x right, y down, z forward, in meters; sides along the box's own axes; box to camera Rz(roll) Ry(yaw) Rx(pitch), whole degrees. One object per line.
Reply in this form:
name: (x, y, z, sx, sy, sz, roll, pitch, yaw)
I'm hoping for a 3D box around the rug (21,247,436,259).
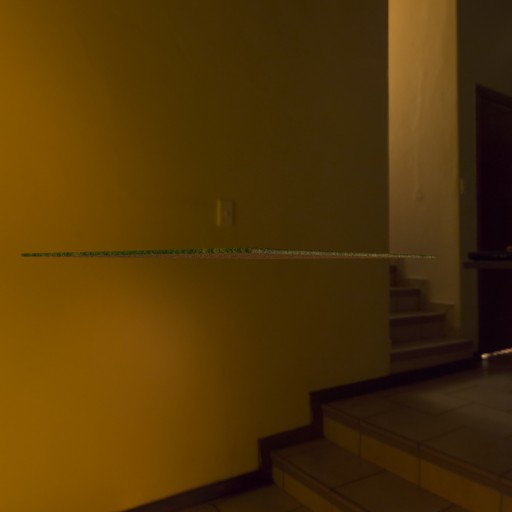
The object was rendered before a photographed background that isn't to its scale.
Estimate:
rug: (0.000, 0.000, 4.190, 2.405, 0.027, 3.217, -1, -1, 37)
